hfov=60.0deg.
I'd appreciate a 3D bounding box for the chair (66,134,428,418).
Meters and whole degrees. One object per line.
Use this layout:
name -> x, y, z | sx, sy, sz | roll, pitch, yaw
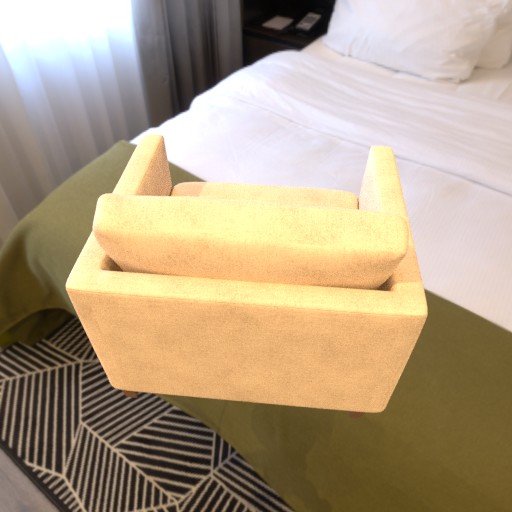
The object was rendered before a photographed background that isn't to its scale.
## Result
chair -> 0.000, 0.000, 1.846 | 1.133, 0.961, 0.959 | 4, 46, 4
